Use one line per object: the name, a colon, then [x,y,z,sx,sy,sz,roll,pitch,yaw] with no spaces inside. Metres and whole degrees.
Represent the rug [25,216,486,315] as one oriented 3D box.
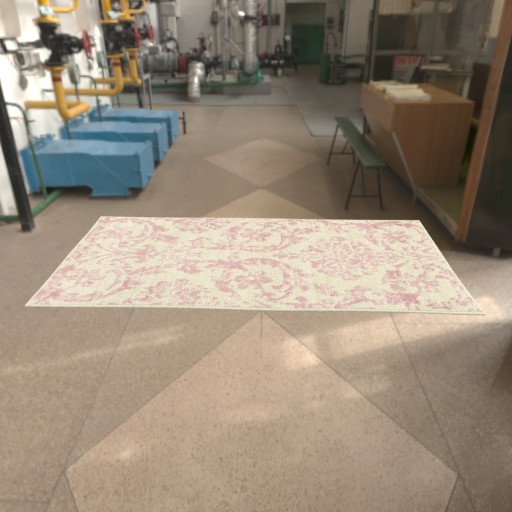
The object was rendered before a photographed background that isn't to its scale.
rug: [0.000,0.000,1.432,1.219,0.007,0.604,1,28,2]
